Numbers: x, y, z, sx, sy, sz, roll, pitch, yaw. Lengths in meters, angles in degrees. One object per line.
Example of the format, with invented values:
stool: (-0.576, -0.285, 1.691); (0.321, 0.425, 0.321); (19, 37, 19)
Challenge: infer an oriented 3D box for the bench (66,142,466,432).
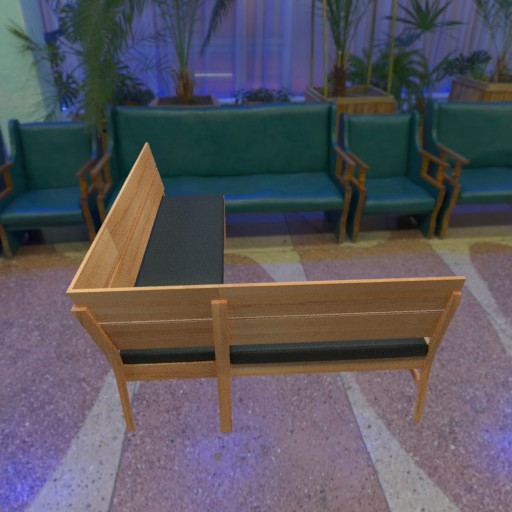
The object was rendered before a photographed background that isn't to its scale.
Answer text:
bench: (0.000, 0.000, 2.766); (1.548, 0.890, 1.948); (-2, 31, -3)
